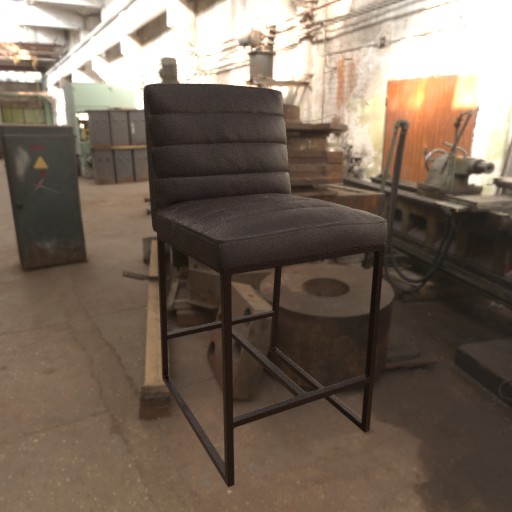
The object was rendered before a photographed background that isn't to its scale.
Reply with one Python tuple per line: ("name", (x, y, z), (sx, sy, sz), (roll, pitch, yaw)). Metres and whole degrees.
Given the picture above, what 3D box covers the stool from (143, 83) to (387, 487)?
("stool", (0.000, 0.000, 1.245), (0.463, 0.946, 0.562), (-8, 18, -27))
